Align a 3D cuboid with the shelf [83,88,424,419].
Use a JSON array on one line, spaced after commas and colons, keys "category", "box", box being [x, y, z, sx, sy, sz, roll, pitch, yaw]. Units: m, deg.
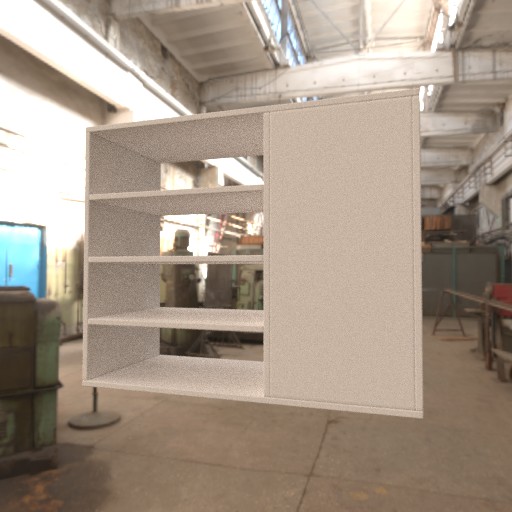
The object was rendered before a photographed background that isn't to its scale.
[{"category": "shelf", "box": [0.000, 0.000, 1.303, 0.895, 0.732, 0.396, -1, -2, 18]}]
